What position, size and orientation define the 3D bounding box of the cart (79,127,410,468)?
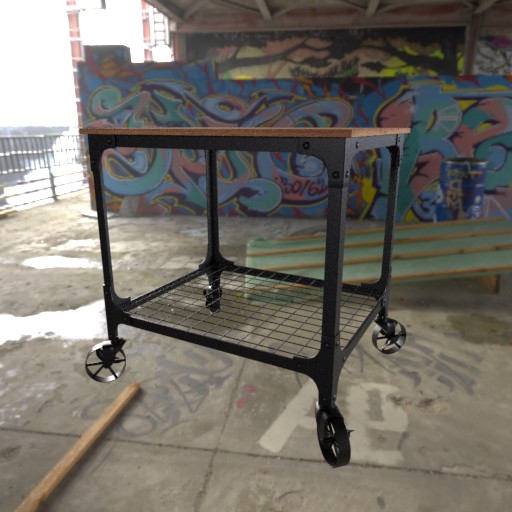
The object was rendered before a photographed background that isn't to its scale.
[{"bbox_3d":[0.000,0.000,1.087,0.666,0.603,0.558,9,19,27],"label":"cart"}]
